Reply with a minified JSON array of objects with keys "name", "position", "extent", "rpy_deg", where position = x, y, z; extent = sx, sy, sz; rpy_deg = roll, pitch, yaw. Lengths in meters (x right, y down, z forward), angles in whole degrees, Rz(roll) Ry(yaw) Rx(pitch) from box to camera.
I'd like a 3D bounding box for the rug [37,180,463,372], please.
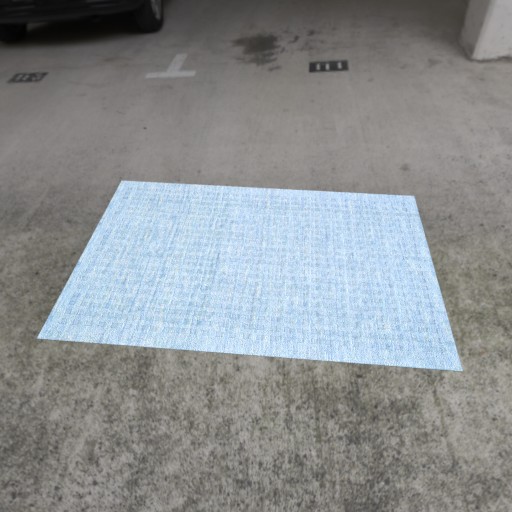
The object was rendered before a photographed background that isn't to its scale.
[{"name":"rug","position":[0.000,0.000,2.913],"extent":[2.286,0.006,1.522],"rpy_deg":[4,44,4]}]
